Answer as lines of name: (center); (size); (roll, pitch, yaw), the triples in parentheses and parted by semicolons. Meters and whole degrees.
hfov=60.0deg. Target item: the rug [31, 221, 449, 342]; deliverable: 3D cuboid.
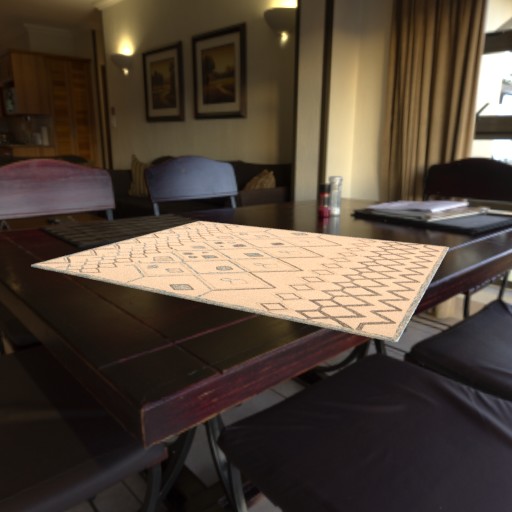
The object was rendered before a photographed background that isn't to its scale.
rug: (0.000, 0.000, 4.102); (3.056, 0.013, 2.441); (8, 17, 28)
